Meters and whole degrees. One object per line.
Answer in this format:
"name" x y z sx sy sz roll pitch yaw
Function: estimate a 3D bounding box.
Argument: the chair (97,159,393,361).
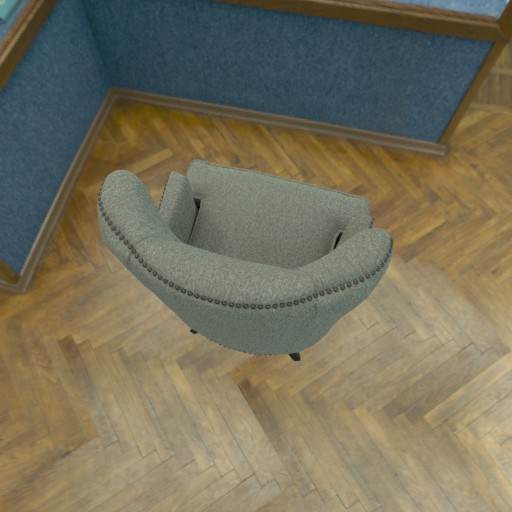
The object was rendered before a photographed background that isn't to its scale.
"chair" 0.000 0.000 1.591 0.759 1.060 0.758 14 65 6
